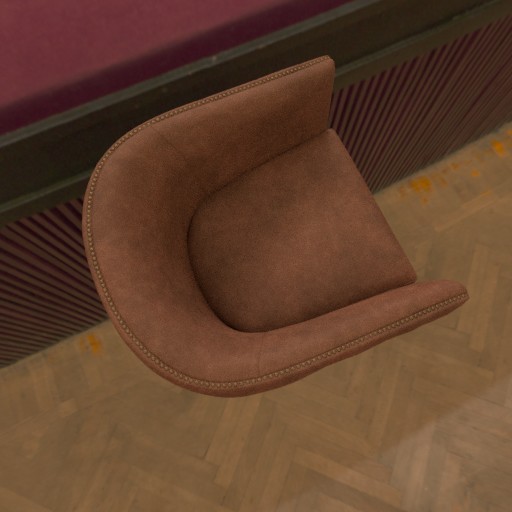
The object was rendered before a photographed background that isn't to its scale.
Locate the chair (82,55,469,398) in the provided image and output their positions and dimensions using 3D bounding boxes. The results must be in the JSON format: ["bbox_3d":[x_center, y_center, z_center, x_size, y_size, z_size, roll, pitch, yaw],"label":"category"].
[{"bbox_3d":[0.000,0.000,1.491,0.870,0.790,0.850,-23,76,-6],"label":"chair"}]
